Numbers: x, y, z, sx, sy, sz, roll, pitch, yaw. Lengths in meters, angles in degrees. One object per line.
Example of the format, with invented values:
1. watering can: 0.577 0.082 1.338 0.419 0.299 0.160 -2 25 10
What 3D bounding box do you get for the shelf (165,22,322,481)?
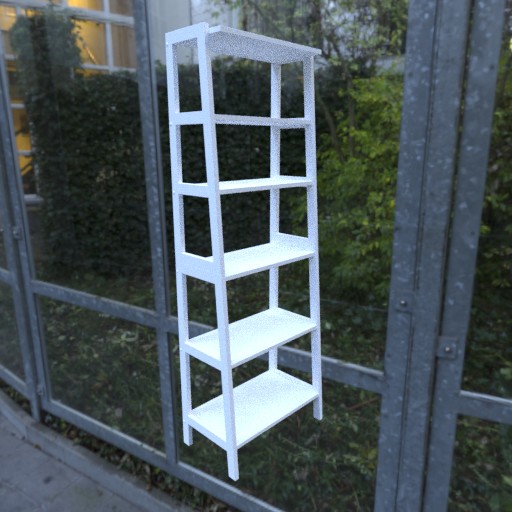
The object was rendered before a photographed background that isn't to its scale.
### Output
1. shelf: 0.000 0.000 2.106 0.381 1.892 0.660 14 20 43
